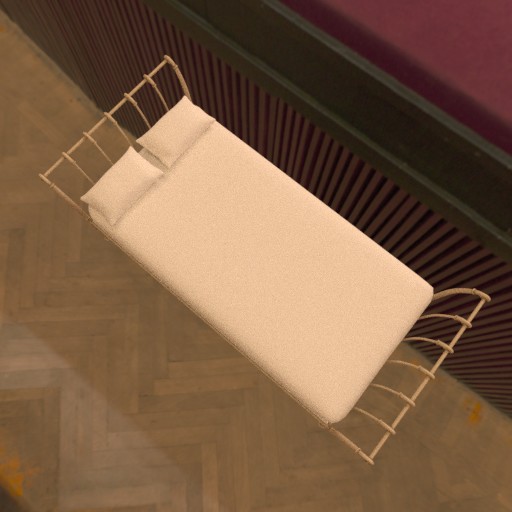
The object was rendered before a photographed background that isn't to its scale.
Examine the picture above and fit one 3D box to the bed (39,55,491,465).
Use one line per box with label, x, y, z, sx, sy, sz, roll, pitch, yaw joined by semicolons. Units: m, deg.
bed;0.000;0.000;2.701;2.228;0.873;1.032;39;78;10
